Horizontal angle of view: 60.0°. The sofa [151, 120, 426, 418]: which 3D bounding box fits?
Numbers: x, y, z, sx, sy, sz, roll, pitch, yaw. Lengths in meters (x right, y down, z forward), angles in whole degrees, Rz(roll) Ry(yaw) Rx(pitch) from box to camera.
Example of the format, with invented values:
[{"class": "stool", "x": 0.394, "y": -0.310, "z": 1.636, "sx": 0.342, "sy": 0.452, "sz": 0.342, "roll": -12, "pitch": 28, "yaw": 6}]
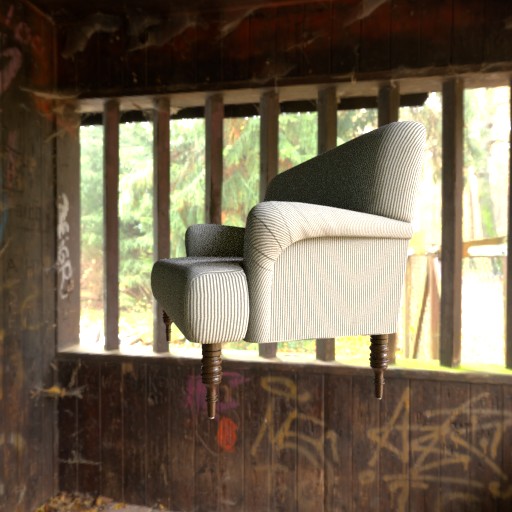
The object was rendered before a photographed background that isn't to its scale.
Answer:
[{"class": "sofa", "x": 0.000, "y": 0.000, "z": 1.840, "sx": 0.779, "sy": 0.889, "sz": 1.297, "roll": 0, "pitch": 1, "yaw": -17}]
